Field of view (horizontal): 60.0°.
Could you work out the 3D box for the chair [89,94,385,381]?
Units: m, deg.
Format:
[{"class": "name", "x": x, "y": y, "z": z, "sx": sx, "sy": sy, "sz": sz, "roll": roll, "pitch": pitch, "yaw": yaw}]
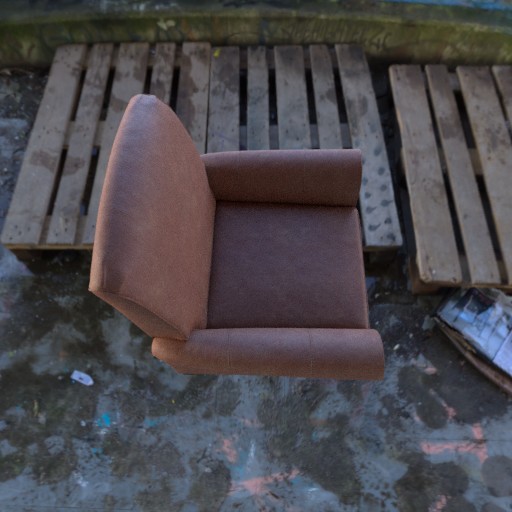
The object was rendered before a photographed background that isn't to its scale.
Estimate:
[{"class": "chair", "x": 0.000, "y": 0.000, "z": 1.762, "sx": 0.902, "sy": 1.061, "sz": 0.978, "roll": 1, "pitch": 62, "yaw": 1}]
